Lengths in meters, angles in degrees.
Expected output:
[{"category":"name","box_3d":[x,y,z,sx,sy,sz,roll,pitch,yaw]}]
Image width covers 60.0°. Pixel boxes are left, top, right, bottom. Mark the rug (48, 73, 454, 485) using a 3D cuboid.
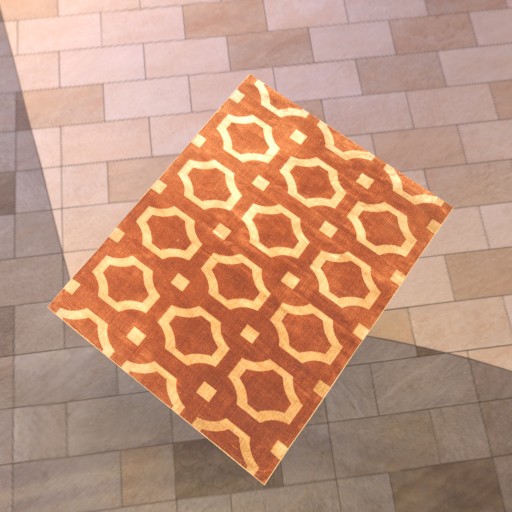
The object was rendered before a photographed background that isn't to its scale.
[{"category":"rug","box_3d":[0.000,0.000,4.141,2.466,0.021,3.049,36,79,8]}]
